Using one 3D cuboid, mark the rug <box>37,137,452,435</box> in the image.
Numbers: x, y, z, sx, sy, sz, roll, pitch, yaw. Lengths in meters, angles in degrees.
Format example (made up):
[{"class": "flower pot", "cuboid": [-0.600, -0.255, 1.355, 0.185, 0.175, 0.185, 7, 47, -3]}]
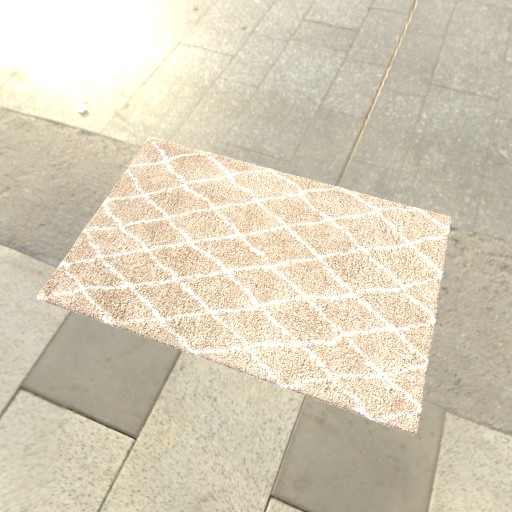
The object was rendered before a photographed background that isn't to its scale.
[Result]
[{"class": "rug", "cuboid": [0.000, 0.000, 3.404, 2.743, 0.030, 1.778, 17, 59, 11]}]
